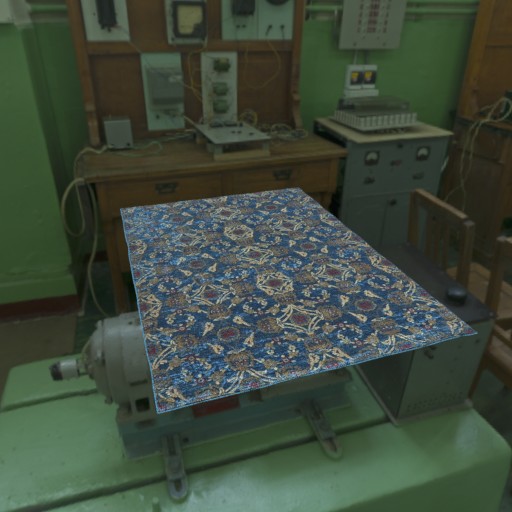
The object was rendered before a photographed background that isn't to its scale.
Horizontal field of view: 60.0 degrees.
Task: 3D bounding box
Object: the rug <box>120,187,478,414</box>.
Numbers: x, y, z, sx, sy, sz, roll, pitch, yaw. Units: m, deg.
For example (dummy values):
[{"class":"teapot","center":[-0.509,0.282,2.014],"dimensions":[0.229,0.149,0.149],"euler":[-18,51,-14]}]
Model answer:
[{"class":"rug","center":[0.000,0.000,4.297],"dimensions":[2.337,0.013,3.291],"euler":[-9,30,-16]}]
